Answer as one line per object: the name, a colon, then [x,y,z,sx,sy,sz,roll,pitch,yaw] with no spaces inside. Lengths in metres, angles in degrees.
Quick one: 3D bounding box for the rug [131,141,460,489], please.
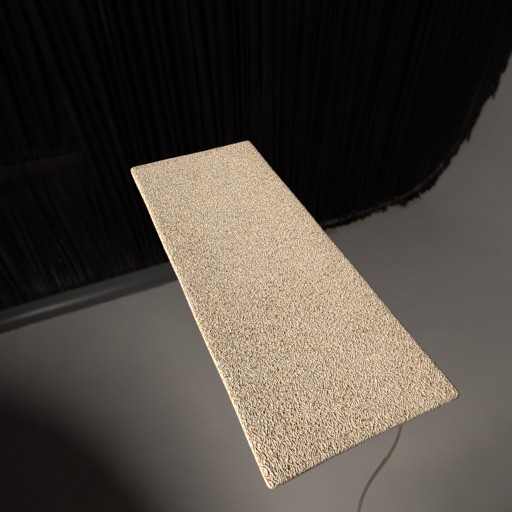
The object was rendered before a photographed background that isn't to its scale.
rug: [0.000,0.000,1.676,0.609,0.030,1.524,-18,48,-17]
